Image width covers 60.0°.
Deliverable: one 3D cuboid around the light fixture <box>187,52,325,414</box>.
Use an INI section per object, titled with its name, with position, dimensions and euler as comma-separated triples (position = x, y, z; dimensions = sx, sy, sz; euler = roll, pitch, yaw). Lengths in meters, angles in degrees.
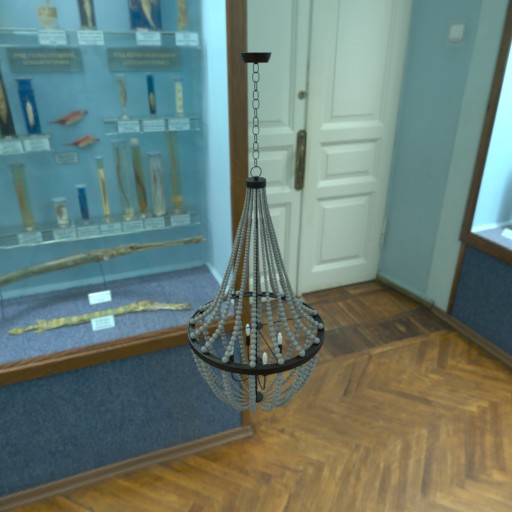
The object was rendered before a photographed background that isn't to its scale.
[light fixture]
position = 0.000, 0.000, 1.357
dimensions = 0.450, 1.133, 0.450
euler = 0, 25, 0
